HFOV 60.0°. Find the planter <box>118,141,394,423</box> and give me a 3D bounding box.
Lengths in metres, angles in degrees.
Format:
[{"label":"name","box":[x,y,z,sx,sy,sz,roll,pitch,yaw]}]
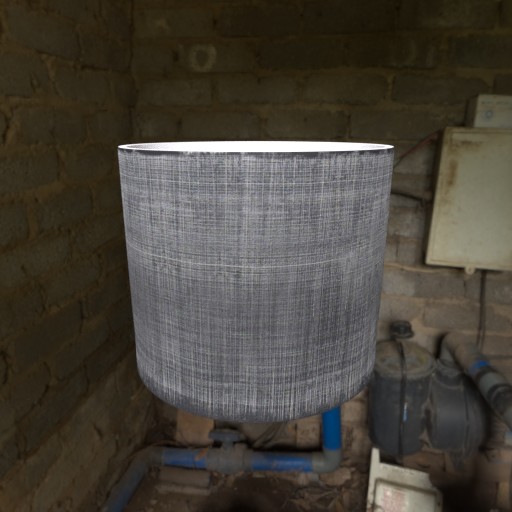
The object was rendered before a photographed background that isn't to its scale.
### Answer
[{"label":"planter","box":[0.000,0.000,0.455,0.254,0.221,0.254,0,16,0]}]
